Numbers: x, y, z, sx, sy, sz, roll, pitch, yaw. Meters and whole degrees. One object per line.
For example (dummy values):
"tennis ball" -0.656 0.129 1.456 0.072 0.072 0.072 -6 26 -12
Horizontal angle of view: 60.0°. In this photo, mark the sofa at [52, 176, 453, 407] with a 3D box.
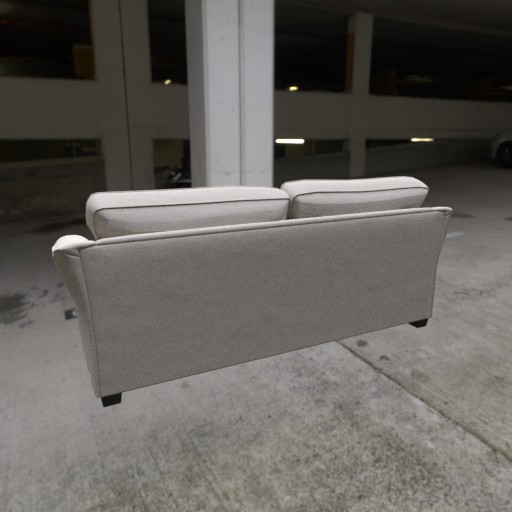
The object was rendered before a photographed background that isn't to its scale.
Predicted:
"sofa" 0.000 0.000 2.726 2.270 0.965 0.980 -7 17 -25
